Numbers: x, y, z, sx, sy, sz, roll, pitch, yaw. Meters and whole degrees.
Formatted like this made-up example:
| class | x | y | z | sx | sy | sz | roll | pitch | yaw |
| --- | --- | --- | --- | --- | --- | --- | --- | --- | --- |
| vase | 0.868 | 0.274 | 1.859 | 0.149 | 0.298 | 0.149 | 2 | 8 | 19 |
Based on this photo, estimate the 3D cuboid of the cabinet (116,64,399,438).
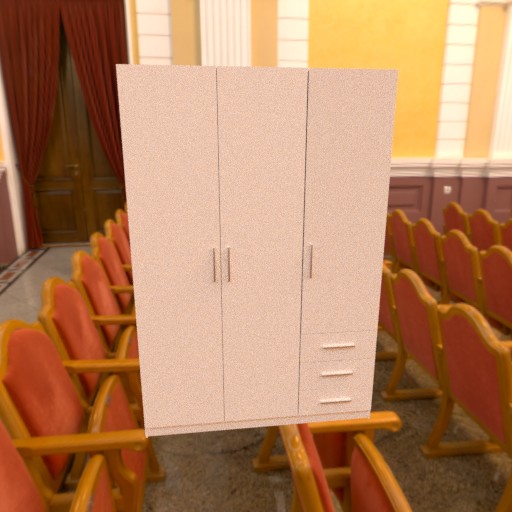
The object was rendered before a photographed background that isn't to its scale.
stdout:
| class | x | y | z | sx | sy | sz | roll | pitch | yaw |
| --- | --- | --- | --- | --- | --- | --- | --- | --- | --- |
| cabinet | 0.000 | 0.000 | 2.489 | 1.290 | 1.910 | 0.510 | -2 | 16 | -7 |
